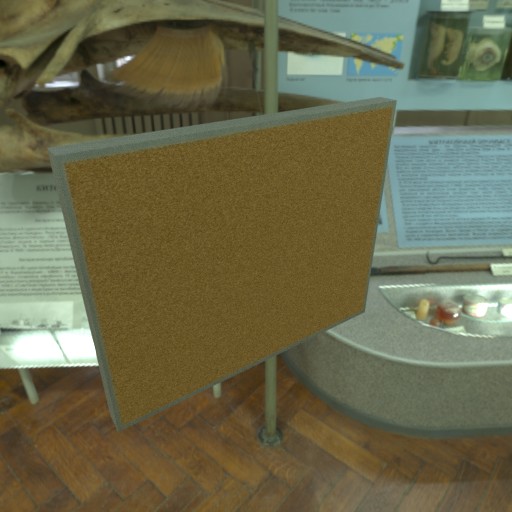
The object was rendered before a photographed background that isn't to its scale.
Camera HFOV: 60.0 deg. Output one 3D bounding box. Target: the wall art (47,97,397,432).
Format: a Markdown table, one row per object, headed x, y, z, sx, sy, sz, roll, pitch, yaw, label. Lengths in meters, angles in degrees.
| x | y | z | sx | sy | sz | roll | pitch | yaw | label |
| --- | --- | --- | --- | --- | --- | --- | --- | --- | --- |
| 0.000 | 0.000 | 0.745 | 0.557 | 0.450 | 0.037 | -19 | 35 | -29 | wall art |
